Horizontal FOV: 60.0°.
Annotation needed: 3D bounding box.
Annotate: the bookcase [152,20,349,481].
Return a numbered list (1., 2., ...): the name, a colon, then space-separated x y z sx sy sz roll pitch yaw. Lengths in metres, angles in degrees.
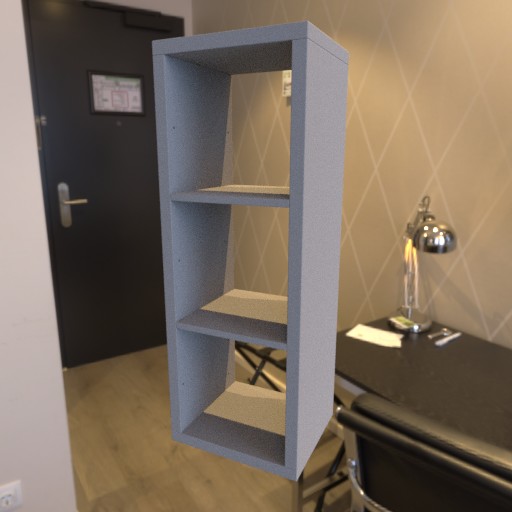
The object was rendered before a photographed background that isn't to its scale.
1. bookcase: 0.000 0.000 1.239 0.390 1.080 0.330 6 15 25
